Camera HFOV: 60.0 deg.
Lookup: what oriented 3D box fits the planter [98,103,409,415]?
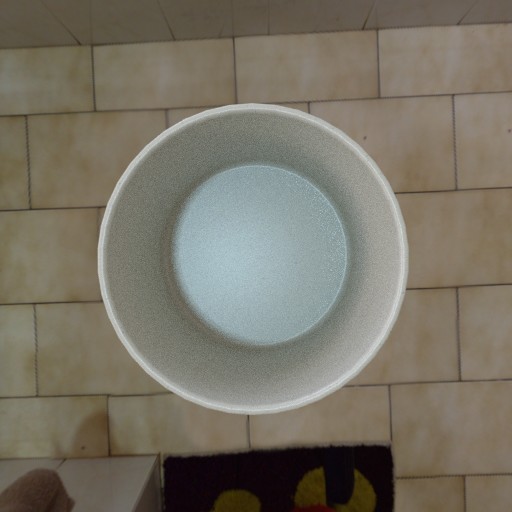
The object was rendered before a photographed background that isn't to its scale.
[{"bbox_3d":[0.000,0.000,0.553,0.261,0.367,0.261,0,91,1],"label":"planter"}]
